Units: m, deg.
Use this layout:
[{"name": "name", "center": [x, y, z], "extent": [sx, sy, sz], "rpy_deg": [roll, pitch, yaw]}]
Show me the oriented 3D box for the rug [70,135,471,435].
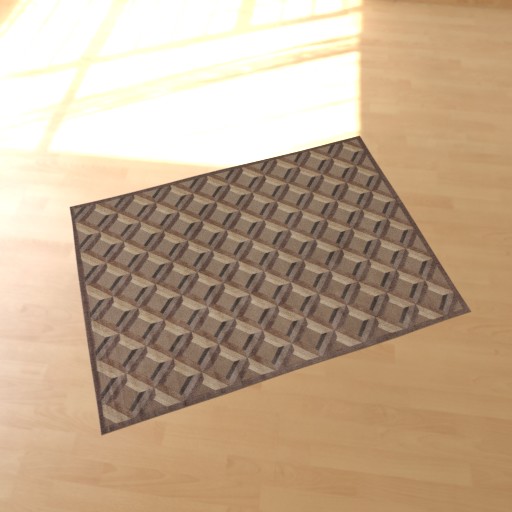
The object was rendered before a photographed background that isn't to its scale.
[{"name": "rug", "center": [0.000, 0.000, 2.921], "extent": [2.260, 0.013, 1.600], "rpy_deg": [-16, 60, -9]}]
